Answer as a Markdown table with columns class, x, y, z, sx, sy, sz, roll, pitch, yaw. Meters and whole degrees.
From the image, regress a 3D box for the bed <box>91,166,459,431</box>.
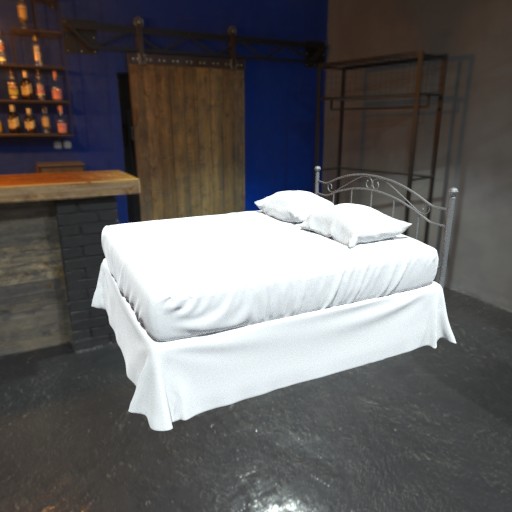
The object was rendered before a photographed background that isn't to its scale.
| class | x | y | z | sx | sy | sz | roll | pitch | yaw |
| --- | --- | --- | --- | --- | --- | --- | --- | --- | --- |
| bed | 0.000 | 0.000 | 3.275 | 2.215 | 1.080 | 1.936 | -8 | 19 | -25 |
